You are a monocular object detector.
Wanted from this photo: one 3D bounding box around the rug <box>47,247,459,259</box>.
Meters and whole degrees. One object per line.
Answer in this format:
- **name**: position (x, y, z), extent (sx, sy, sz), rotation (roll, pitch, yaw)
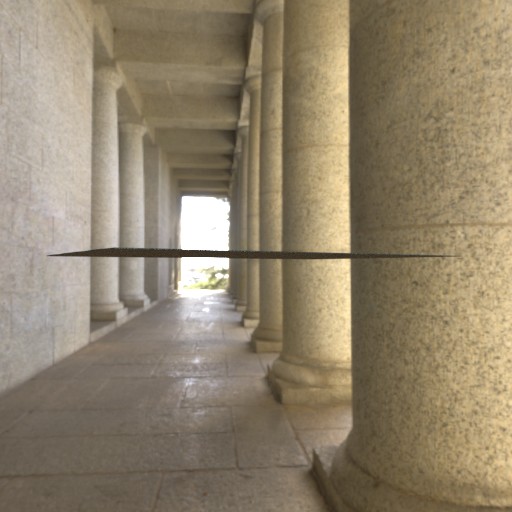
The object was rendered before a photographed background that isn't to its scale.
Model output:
- **rug**: position (0.000, 0.000, 4.237), extent (3.371, 0.008, 2.190), rotation (1, -2, -34)
